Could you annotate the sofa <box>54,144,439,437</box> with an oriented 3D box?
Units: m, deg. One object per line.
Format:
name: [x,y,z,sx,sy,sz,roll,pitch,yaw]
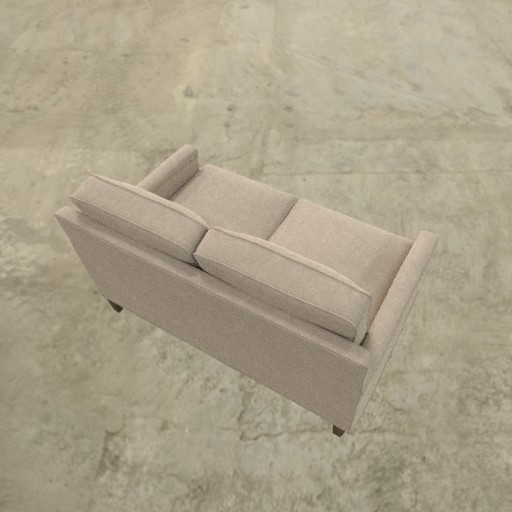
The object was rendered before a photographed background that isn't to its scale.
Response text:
sofa: [0.000,0.000,2.301,1.597,1.002,1.084,24,52,20]
